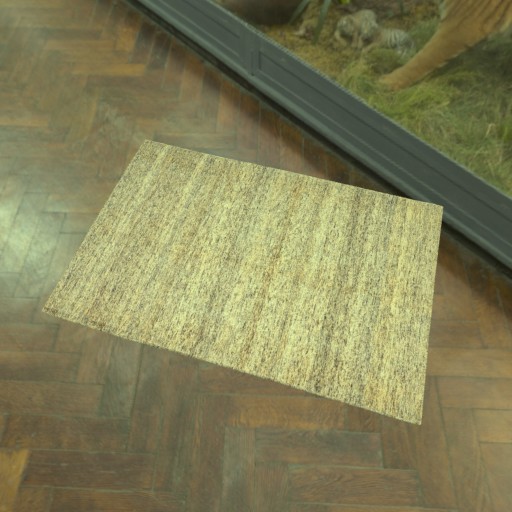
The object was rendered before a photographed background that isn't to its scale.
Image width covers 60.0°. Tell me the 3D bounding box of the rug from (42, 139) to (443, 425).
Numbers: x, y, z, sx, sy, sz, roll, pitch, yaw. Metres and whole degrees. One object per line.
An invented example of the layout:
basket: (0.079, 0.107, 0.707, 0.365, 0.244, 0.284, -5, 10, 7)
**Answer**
rug: (0.000, 0.000, 2.347, 1.846, 0.014, 1.243, 14, 60, 9)
